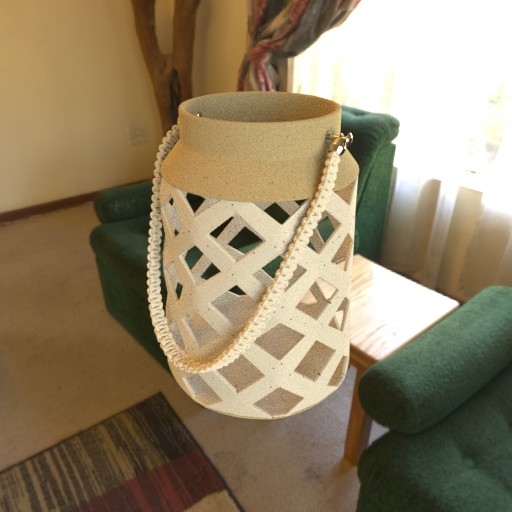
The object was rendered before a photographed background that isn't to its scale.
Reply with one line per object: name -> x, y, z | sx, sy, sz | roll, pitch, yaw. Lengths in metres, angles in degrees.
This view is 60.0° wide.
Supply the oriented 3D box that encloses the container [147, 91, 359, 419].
container -> 0.000, 0.000, 0.350 | 0.163, 0.229, 0.172 | 19, 35, 30
